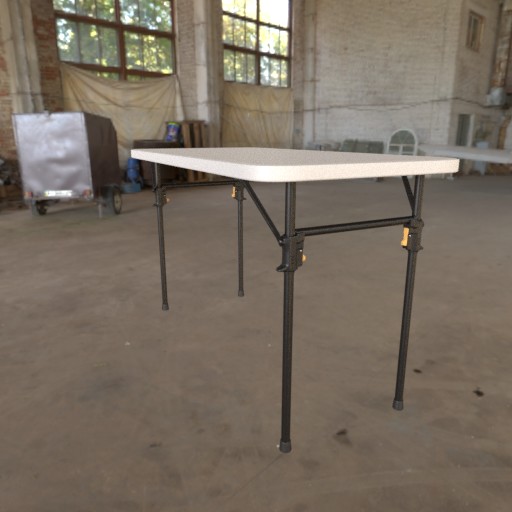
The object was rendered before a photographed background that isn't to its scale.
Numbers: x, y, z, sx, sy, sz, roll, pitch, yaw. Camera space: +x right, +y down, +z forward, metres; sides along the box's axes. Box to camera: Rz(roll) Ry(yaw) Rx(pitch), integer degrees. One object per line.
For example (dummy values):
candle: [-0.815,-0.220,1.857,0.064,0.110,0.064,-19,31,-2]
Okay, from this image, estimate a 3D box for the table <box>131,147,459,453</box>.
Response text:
table: [0.000,0.000,1.604,0.610,0.729,1.219,-8,17,-27]
